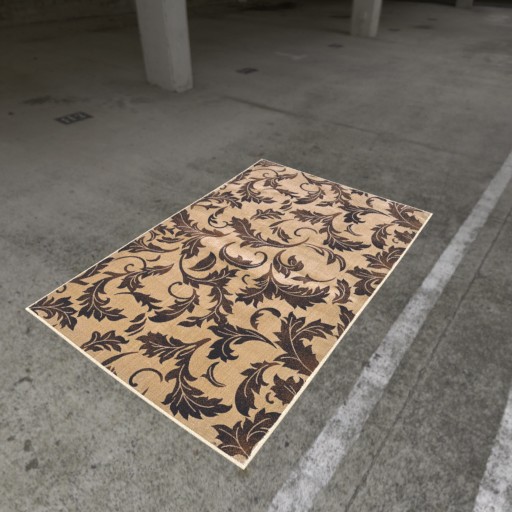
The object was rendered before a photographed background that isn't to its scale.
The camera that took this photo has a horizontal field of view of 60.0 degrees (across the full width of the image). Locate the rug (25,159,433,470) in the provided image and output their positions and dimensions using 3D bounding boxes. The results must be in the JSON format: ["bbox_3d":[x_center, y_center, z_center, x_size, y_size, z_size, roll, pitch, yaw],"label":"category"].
[{"bbox_3d":[0.000,0.000,2.815,1.522,0.008,2.284,24,44,27],"label":"rug"}]
